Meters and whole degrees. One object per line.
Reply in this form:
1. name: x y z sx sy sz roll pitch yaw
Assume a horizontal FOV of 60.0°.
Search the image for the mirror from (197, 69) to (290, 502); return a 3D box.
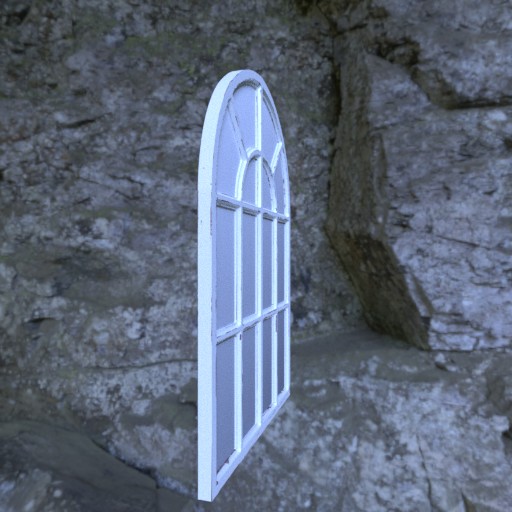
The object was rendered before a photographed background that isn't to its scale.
1. mirror: 0.000 0.000 1.150 0.032 0.920 0.660 0 0 17
